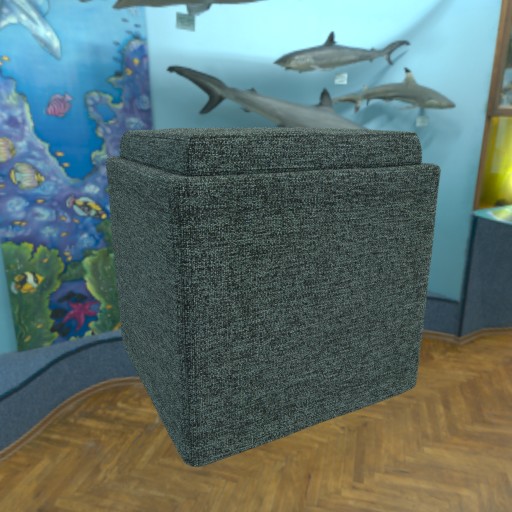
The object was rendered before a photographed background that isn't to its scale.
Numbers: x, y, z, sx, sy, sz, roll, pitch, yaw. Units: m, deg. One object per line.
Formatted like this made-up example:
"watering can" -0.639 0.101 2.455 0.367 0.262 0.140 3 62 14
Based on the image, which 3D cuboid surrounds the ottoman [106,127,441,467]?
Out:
"ottoman" 0.000 0.000 0.831 0.450 0.463 0.450 -8 18 -27
